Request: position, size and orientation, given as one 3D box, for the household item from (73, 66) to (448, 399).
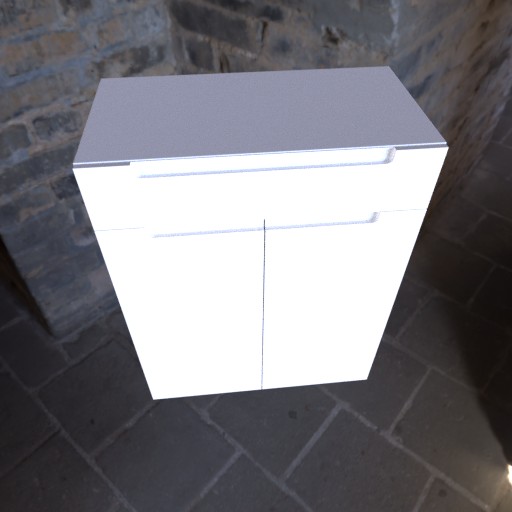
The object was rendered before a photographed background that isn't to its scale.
[{"bbox_3d":[0.000,0.000,1.426,0.790,1.010,0.420,-4,46,-4],"label":"household item"}]
